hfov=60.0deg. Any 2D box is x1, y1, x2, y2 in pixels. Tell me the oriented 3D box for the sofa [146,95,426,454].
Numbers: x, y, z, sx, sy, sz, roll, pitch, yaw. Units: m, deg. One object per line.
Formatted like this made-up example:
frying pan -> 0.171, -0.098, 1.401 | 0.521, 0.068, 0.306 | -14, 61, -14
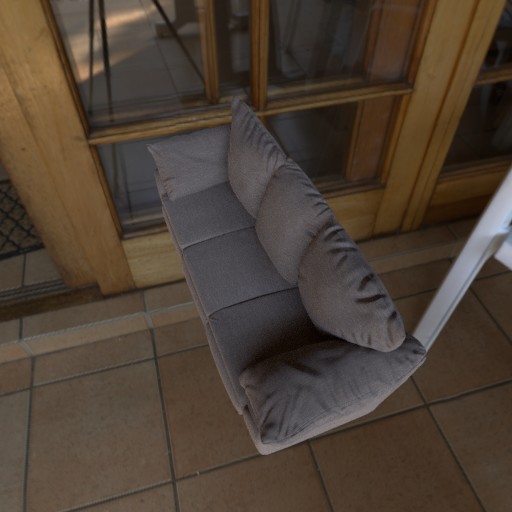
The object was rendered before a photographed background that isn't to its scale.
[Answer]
sofa -> 0.000, 0.000, 2.877 | 0.927, 1.043, 2.390 | -17, 51, -14
